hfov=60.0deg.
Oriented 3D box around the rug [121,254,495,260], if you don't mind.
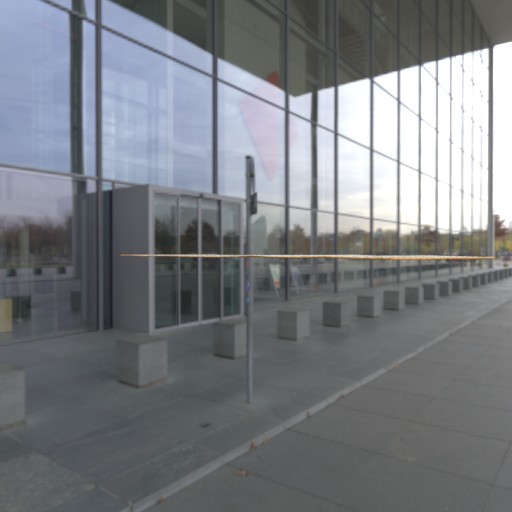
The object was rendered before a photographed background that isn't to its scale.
[{"bbox_3d":[0.000,0.000,2.502,0.704,0.014,2.294,0,0,-38],"label":"rug"}]
